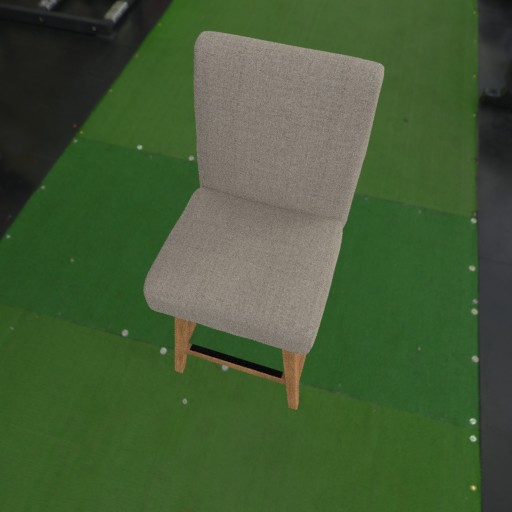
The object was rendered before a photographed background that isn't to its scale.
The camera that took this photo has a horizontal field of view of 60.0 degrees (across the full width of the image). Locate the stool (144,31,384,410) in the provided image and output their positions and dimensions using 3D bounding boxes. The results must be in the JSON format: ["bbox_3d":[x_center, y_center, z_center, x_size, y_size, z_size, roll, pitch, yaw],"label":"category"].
[{"bbox_3d":[0.000,0.000,1.279,0.459,1.010,0.526,15,59,9],"label":"stool"}]
